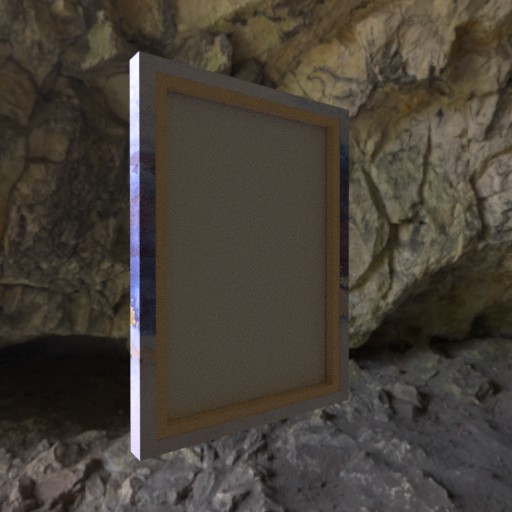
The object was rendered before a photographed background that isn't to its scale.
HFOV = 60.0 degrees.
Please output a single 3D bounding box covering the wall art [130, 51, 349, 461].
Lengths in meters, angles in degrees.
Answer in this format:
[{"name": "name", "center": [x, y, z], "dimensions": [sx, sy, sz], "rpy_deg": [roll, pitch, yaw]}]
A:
[{"name": "wall art", "center": [0.000, 0.000, 0.772], "dimensions": [0.437, 0.581, 0.036], "rpy_deg": [0, 1, -37]}]
